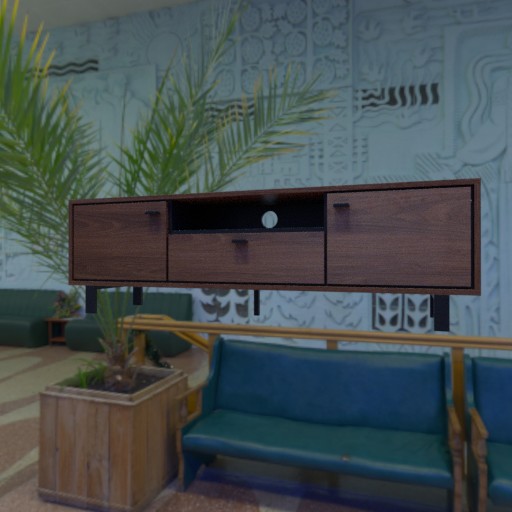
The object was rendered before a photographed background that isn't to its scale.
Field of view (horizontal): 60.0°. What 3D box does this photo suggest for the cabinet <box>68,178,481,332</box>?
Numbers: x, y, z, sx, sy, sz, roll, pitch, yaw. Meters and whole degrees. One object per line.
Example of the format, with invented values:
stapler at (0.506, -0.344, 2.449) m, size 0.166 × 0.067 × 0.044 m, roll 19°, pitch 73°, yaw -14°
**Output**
cabinet at (0.000, 0.000, 1.856) m, size 1.650 × 0.500 × 0.400 m, roll 0°, pitch 0°, yaw 19°
